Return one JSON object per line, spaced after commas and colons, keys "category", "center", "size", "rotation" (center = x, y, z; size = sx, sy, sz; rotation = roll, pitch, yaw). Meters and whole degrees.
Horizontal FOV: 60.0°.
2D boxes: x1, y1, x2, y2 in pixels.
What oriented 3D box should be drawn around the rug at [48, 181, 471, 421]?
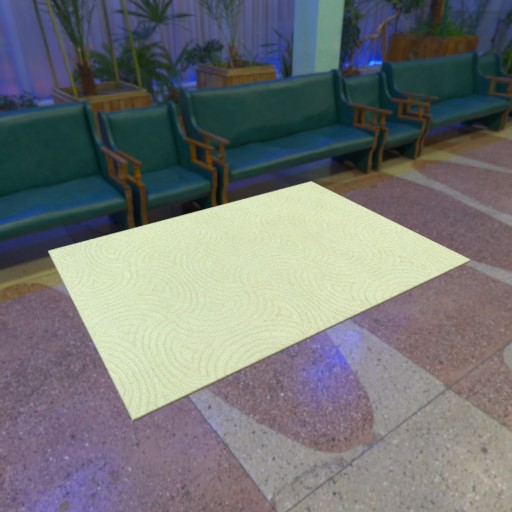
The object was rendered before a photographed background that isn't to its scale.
{"category": "rug", "center": [0.000, 0.000, 2.747], "size": [2.132, 0.015, 1.526], "rotation": [-19, 36, -28]}
